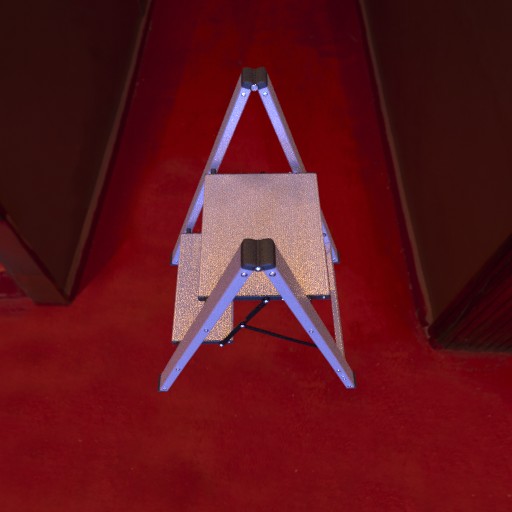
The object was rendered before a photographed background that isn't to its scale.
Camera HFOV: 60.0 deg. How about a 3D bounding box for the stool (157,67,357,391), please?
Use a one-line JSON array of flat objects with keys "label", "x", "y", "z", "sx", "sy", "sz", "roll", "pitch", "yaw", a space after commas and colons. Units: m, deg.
[{"label": "stool", "x": 0.000, "y": 0.000, "z": 1.015, "sx": 0.535, "sy": 0.670, "sz": 0.440, "roll": -1, "pitch": 59, "yaw": 0}]
